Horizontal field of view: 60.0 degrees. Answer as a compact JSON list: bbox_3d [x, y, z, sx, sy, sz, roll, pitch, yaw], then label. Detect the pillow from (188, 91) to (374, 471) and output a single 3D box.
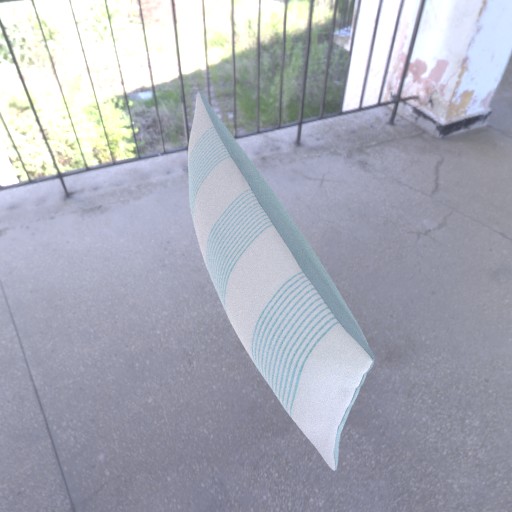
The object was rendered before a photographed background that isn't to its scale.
[{"bbox_3d":[0.000,0.000,0.719,0.151,0.287,0.610,-15,47,-15],"label":"pillow"}]
